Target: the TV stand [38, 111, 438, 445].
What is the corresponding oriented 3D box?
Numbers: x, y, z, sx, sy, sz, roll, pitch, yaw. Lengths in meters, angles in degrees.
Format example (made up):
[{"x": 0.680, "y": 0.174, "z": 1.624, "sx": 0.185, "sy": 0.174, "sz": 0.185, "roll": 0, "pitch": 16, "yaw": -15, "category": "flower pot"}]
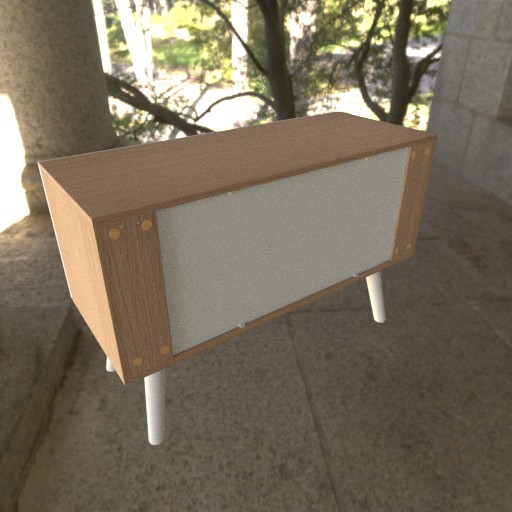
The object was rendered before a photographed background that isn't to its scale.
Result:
[{"x": 0.000, "y": 0.000, "z": 1.325, "sx": 0.991, "sy": 0.660, "sz": 0.407, "roll": -19, "pitch": 35, "yaw": -30, "category": "TV stand"}]
